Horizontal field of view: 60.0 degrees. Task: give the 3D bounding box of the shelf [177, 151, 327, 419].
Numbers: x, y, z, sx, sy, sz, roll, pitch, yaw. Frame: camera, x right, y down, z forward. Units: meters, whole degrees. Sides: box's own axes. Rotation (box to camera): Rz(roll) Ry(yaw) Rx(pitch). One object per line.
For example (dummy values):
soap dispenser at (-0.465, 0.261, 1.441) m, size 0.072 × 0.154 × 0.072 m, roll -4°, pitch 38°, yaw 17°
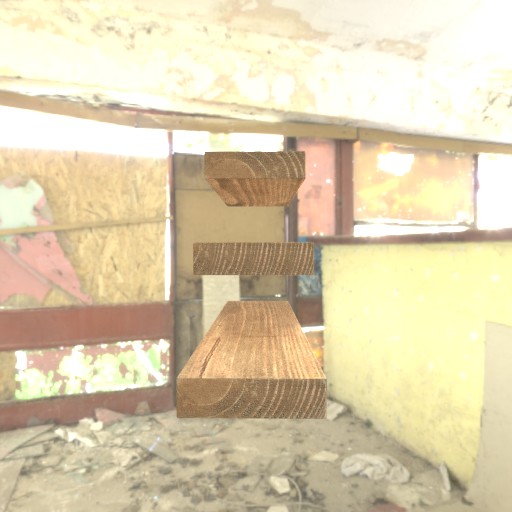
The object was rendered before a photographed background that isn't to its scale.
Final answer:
shelf at (0.000, 0.000, 0.714) m, size 0.140 × 0.293 × 0.610 m, roll 0°, pitch 1°, yaw 1°
